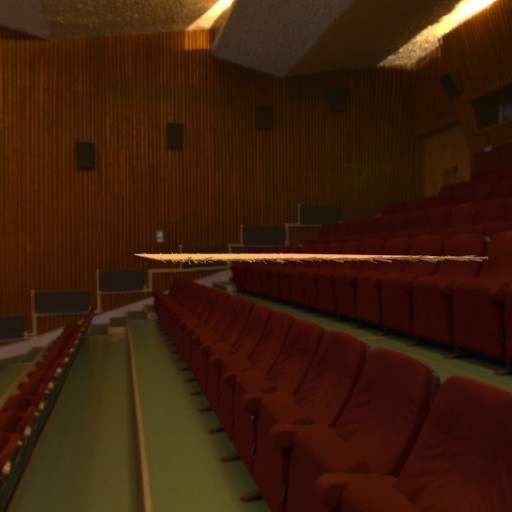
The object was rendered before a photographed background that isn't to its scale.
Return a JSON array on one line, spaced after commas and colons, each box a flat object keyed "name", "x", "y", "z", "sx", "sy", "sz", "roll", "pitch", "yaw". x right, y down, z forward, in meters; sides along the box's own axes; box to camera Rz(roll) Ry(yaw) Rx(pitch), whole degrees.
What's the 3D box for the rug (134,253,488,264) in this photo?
[{"name": "rug", "x": 0.000, "y": 0.000, "z": 2.445, "sx": 1.224, "sy": 0.027, "sz": 2.021, "roll": 0, "pitch": 1, "yaw": -18}]
